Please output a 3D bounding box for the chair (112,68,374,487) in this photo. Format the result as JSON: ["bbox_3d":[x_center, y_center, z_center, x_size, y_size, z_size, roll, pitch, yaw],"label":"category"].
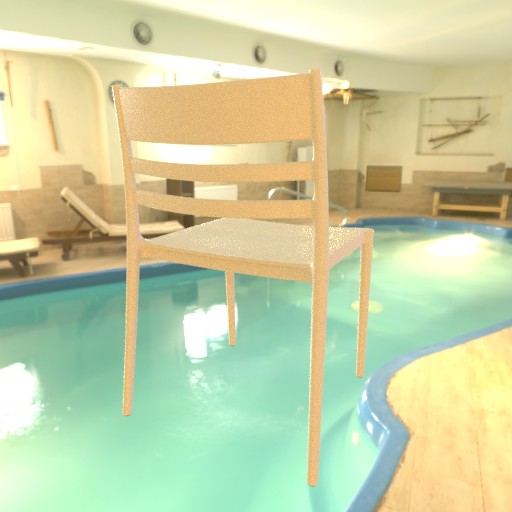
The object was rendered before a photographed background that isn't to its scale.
[{"bbox_3d":[0.000,0.000,1.123,0.531,0.800,0.511,8,16,27],"label":"chair"}]
